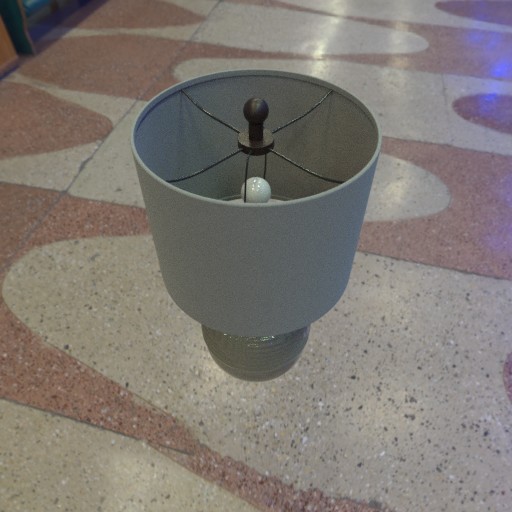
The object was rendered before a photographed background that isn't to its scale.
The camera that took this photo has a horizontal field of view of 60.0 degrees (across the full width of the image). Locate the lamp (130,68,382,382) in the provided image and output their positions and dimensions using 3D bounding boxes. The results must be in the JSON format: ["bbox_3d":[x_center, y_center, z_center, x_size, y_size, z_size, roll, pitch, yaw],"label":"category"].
[{"bbox_3d":[0.000,0.000,0.750,0.318,0.567,0.318,0,47,0],"label":"lamp"}]
